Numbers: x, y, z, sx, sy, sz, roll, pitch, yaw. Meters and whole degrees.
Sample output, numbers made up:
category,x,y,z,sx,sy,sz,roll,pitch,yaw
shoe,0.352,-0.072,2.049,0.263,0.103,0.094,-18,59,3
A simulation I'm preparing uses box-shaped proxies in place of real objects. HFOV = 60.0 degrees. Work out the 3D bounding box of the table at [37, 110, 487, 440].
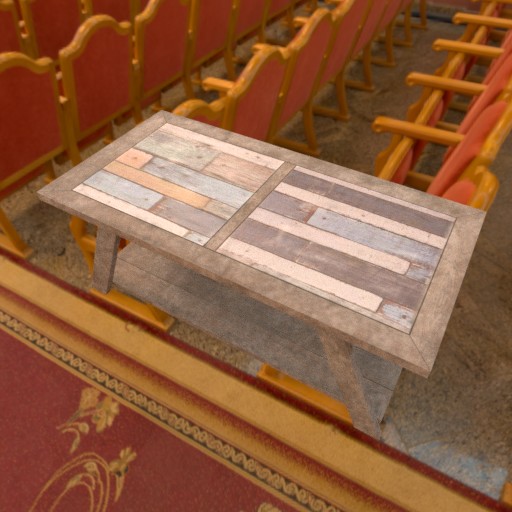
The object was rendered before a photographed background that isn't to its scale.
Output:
category,x,y,z,sx,sy,sz,roll,pitch,yaw
table,0.000,0.000,1.506,1.219,0.470,0.610,23,50,21
